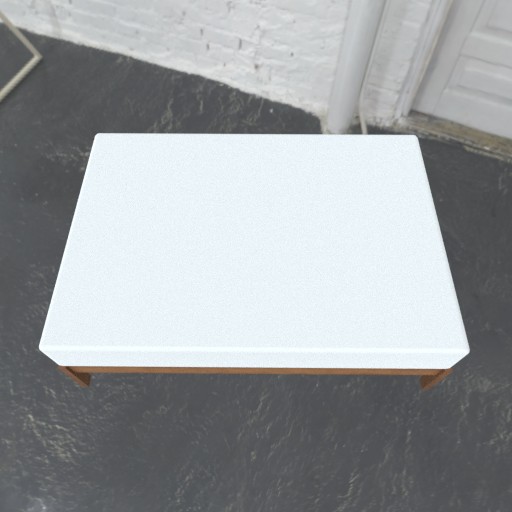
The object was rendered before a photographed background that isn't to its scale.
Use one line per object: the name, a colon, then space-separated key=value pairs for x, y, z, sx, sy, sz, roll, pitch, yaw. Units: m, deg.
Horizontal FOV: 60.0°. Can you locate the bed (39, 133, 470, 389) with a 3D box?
bed: x=0.000 y=0.000 z=2.548 sx=1.927 sy=0.616 sz=1.348 roll=0 pitch=59 yaw=0
